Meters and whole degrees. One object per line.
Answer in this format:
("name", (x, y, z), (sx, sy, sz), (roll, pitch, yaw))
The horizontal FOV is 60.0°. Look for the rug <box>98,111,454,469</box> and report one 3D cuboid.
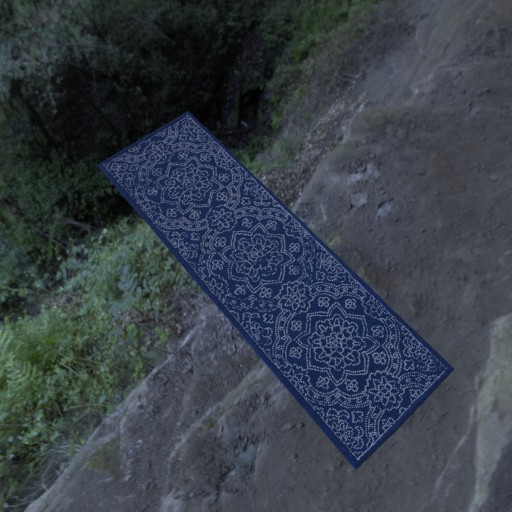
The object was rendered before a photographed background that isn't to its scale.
("rug", (0.000, 0.000, 2.708), (0.769, 0.012, 2.448), (-37, 69, -17))
